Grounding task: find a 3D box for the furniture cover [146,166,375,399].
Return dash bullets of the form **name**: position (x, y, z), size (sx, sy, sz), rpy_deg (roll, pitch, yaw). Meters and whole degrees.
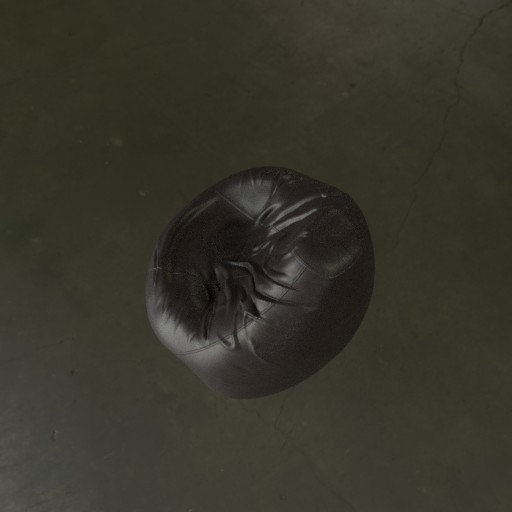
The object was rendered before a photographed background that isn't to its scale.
- **furniture cover**: position (0.000, 0.000, 1.965), size (1.070, 0.990, 1.070), rpy_deg (35, 68, 16)
